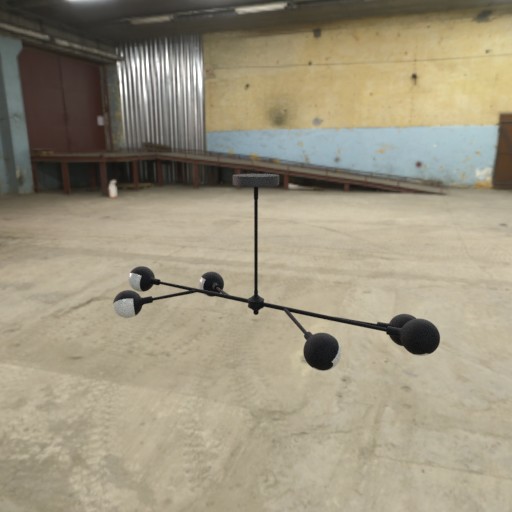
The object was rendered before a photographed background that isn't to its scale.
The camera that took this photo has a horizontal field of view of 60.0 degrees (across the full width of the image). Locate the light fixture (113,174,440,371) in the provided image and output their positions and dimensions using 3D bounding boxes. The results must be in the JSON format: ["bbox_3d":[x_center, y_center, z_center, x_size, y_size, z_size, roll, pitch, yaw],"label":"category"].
[{"bbox_3d":[0.000,0.000,1.007,0.434,0.362,0.778,-13,19,-41],"label":"light fixture"}]
